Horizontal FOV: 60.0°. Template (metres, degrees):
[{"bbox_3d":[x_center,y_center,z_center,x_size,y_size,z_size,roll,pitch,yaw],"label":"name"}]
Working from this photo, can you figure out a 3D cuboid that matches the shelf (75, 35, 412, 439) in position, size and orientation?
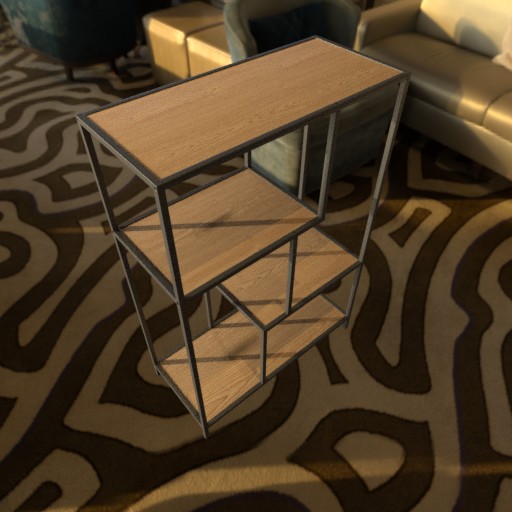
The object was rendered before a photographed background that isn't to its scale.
[{"bbox_3d":[0.000,0.000,1.484,0.770,1.138,0.350,-31,53,-27],"label":"shelf"}]
